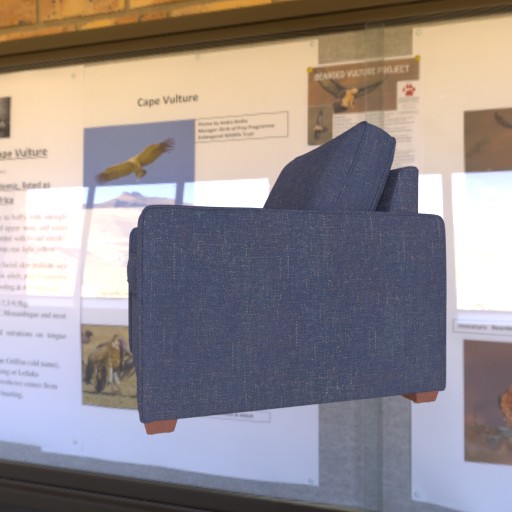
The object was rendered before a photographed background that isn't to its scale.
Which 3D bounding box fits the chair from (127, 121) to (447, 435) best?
[{"bbox_3d":[0.000,0.000,1.698,0.940,0.919,1.017,0,0,-17],"label":"chair"}]
